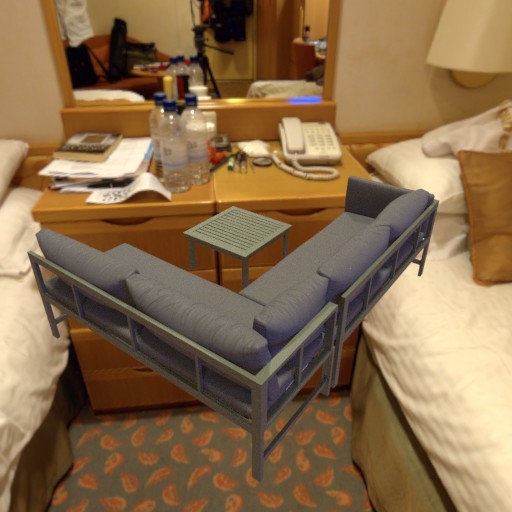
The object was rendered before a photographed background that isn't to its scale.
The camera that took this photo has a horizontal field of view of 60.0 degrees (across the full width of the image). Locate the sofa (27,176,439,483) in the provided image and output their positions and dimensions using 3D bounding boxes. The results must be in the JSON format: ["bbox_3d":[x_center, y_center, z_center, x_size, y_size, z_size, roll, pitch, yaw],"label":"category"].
[{"bbox_3d":[0.000,0.000,2.966,1.658,0.762,2.149,21,37,31],"label":"sofa"}]
